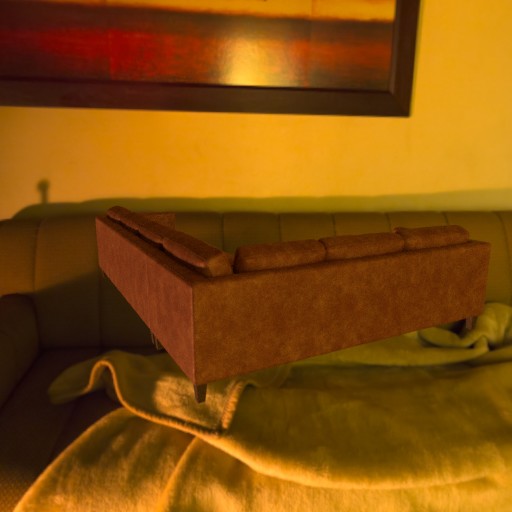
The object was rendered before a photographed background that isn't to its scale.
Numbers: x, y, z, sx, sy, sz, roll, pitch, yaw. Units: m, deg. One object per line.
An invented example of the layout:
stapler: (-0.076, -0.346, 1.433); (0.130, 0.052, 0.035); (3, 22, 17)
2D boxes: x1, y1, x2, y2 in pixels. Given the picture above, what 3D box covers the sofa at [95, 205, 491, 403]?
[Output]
sofa: (0.000, 0.000, 4.255); (2.438, 0.838, 3.150); (-7, 14, -27)
